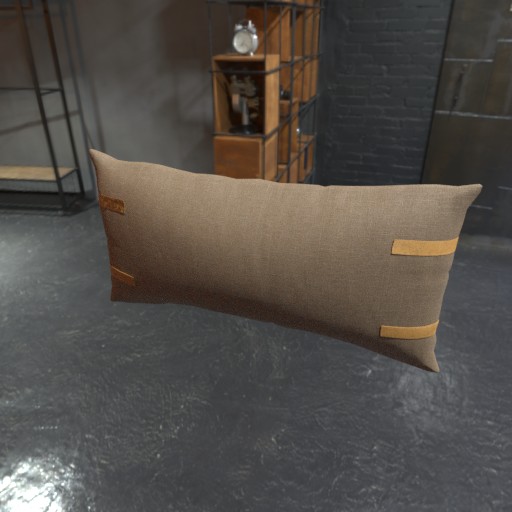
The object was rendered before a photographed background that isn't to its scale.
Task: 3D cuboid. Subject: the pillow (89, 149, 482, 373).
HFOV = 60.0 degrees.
[{"bbox_3d":[0.000,0.000,0.718,0.612,0.308,0.148,9,29,17],"label":"pillow"}]
